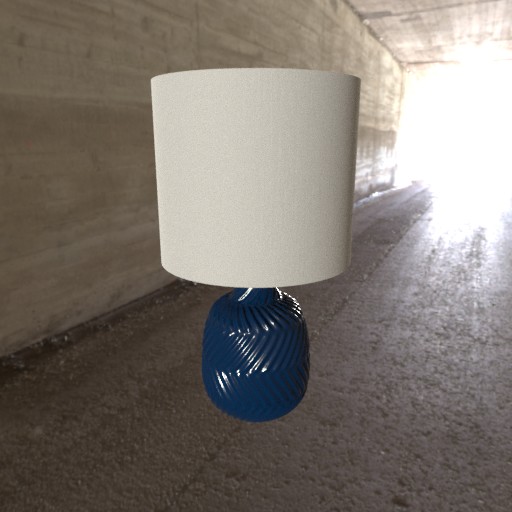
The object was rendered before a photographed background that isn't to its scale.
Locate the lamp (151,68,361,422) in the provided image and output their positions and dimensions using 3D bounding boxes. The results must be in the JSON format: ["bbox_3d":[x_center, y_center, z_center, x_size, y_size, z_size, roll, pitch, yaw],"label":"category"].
[{"bbox_3d":[0.000,0.000,0.486,0.203,0.368,0.203,-3,15,-9],"label":"lamp"}]
